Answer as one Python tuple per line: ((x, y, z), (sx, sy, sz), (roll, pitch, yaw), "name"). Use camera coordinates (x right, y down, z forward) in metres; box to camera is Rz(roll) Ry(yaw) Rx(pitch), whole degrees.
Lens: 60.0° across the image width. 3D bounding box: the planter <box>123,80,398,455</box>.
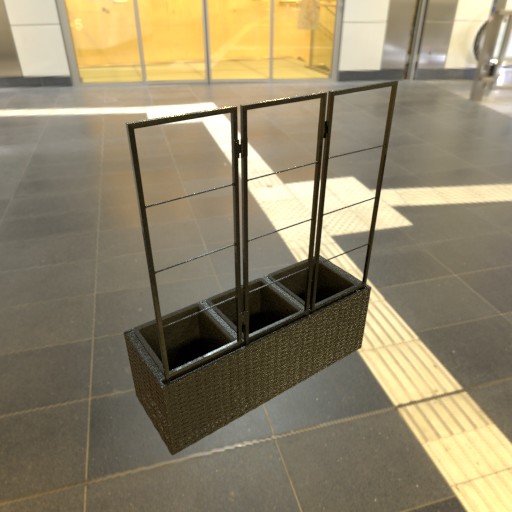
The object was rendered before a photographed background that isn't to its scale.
((0.000, 0.000, 1.175), (0.698, 0.841, 0.244), (-20, 37, -29), "planter")
